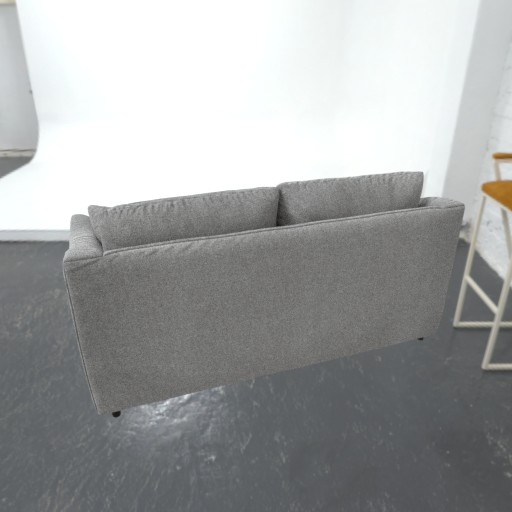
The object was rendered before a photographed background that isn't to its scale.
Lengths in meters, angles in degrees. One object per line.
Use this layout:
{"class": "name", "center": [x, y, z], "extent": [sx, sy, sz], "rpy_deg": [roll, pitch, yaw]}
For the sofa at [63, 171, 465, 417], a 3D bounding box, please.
{"class": "sofa", "center": [0.000, 0.000, 2.616], "extent": [2.010, 1.018, 1.072], "rpy_deg": [-9, 27, -18]}
